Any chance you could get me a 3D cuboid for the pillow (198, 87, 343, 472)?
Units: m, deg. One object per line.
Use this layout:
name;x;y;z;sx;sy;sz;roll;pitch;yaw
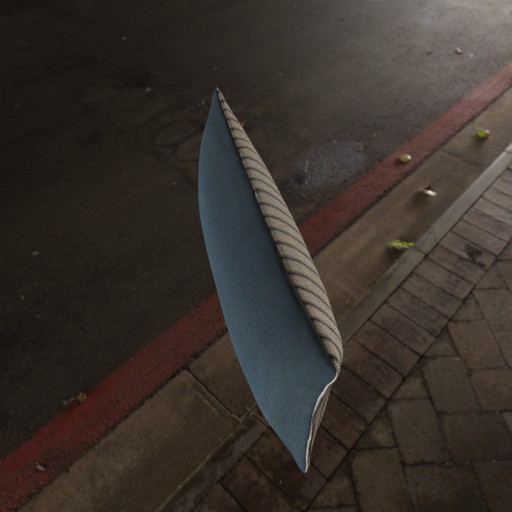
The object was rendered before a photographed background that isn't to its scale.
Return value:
pillow;0.000;0.000;0.742;0.151;0.305;0.609;-11;47;-10
